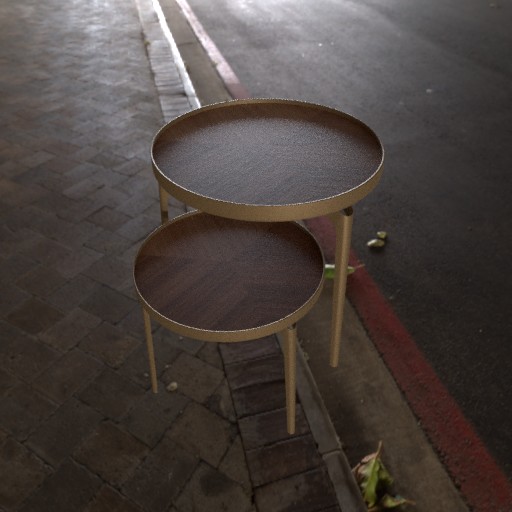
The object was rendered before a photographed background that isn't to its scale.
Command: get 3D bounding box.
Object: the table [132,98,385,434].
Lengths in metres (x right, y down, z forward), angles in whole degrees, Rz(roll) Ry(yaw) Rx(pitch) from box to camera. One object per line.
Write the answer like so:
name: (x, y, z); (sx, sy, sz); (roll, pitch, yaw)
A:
table: (0.000, 0.000, 1.139); (0.532, 0.555, 0.751); (12, 42, 14)
